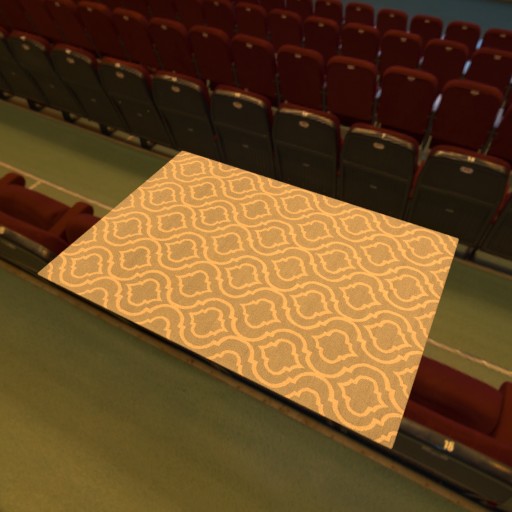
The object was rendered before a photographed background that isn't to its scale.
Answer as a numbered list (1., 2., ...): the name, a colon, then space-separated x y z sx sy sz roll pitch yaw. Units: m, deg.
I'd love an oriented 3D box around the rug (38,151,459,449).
1. rug: 0.000 0.000 2.649 2.080 0.010 1.451 21 50 19
